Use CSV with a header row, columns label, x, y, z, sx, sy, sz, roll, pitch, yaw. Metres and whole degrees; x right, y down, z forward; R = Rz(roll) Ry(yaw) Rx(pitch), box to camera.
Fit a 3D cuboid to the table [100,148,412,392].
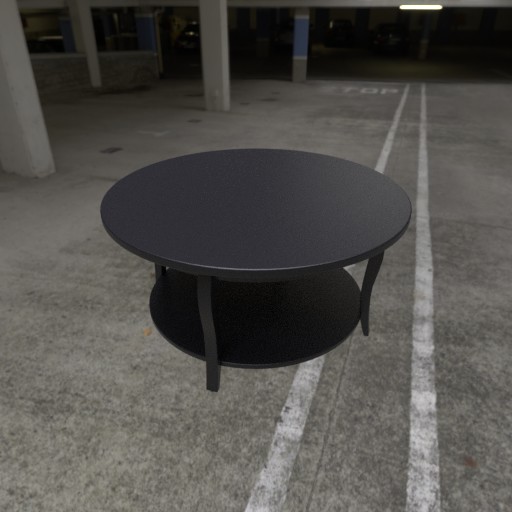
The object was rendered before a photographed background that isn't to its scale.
label,x,y,z,sx,sy,sz,roll,pitch,yaw
table,0.000,0.000,1.471,0.914,0.457,0.914,0,30,0
